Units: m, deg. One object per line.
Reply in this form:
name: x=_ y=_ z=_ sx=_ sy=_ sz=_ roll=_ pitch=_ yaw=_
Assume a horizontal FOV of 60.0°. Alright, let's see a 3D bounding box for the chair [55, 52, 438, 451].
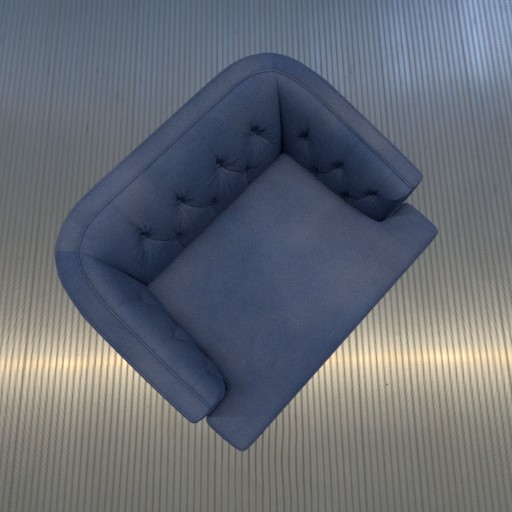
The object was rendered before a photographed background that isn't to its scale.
chair: x=0.000 y=0.000 z=1.715 sx=0.914 sy=0.787 sz=1.118 roll=43 pitch=80 yaw=9
